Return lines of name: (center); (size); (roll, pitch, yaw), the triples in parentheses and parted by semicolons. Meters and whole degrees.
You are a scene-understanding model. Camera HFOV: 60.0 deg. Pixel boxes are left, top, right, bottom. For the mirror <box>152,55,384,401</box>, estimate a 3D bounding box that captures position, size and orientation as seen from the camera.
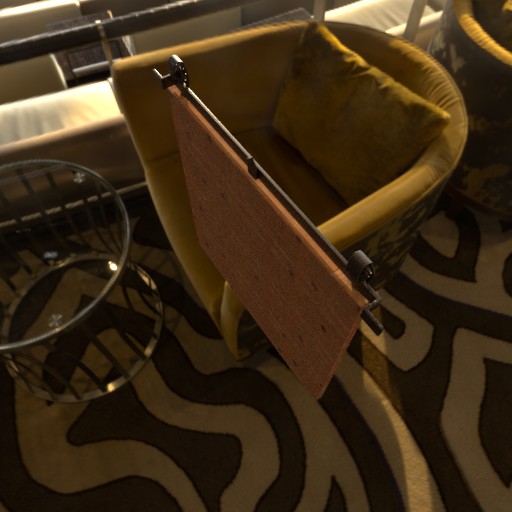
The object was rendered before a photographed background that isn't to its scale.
mirror: (0.000, 0.000, 1.195); (0.054, 0.800, 0.805); (-30, 64, -17)
